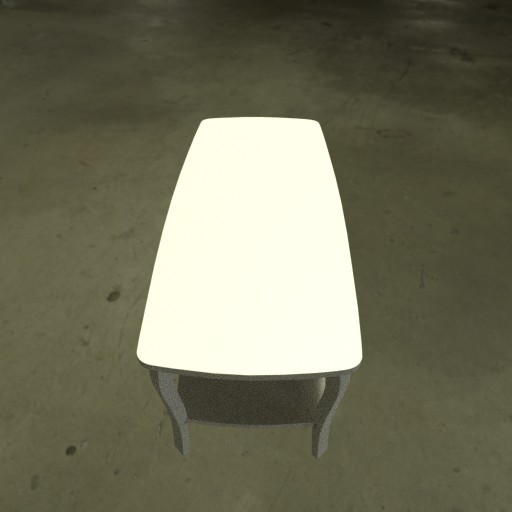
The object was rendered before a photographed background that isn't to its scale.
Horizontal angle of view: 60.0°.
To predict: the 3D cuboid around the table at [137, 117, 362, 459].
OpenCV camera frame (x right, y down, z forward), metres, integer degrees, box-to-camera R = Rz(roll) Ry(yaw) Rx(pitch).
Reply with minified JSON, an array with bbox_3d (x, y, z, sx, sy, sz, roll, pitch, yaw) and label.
[{"bbox_3d":[0.000,0.000,1.617,0.561,0.474,1.334,1,41,1],"label":"table"}]
